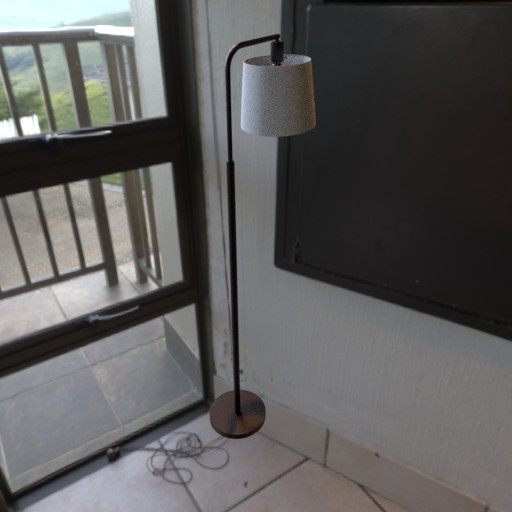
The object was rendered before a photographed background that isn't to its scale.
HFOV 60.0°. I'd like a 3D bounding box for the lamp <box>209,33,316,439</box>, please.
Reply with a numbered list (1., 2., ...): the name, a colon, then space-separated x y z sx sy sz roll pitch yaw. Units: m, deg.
1. lamp: 0.000 0.000 1.656 0.254 1.478 0.508 21 36 32
